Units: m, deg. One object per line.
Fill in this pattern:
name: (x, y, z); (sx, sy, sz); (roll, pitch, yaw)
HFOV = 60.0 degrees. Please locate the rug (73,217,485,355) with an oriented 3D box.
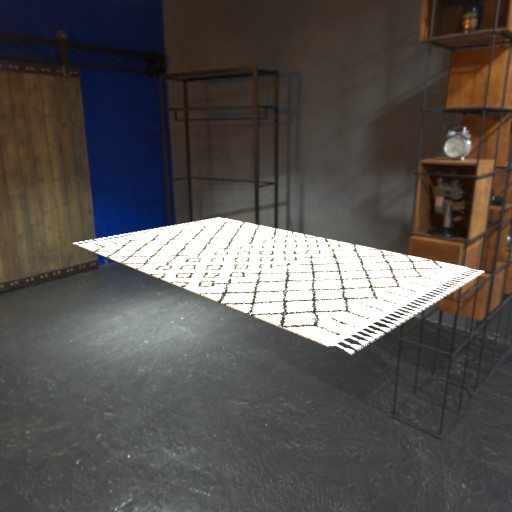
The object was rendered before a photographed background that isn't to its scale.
rug: (0.000, 0.000, 2.460); (2.006, 0.008, 1.196); (15, 22, 43)
